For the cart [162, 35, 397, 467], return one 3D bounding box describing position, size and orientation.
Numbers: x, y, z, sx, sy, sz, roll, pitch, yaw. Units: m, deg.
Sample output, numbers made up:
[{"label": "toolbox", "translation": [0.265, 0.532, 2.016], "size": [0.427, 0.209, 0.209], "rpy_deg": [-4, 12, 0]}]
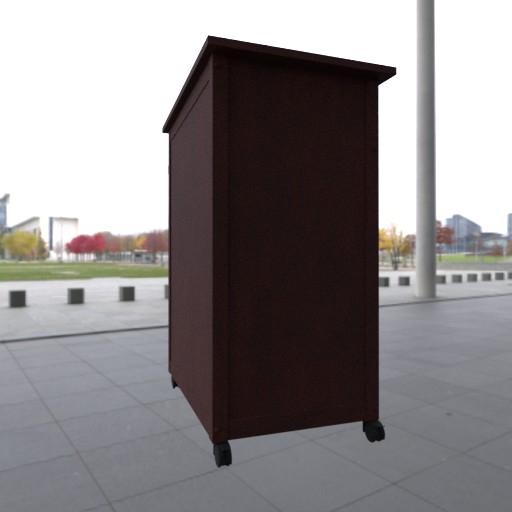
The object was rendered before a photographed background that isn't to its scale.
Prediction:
[{"label": "cart", "translation": [0.000, 0.000, 1.261], "size": [0.442, 0.864, 0.683], "rpy_deg": [0, 0, -20]}]
